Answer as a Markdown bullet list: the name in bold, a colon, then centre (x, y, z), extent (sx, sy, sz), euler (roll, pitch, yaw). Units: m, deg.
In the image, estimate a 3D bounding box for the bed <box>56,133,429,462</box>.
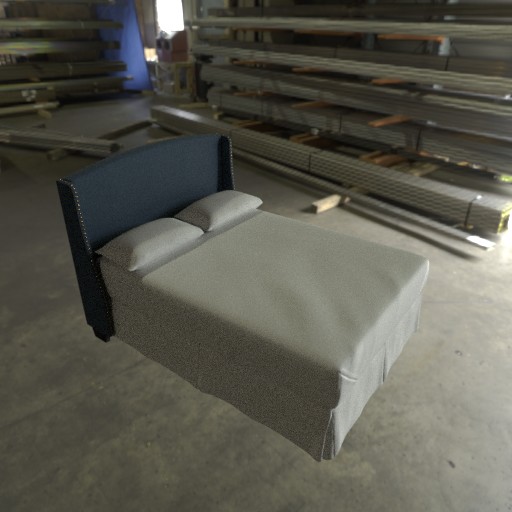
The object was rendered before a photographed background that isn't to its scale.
- **bed**: centre (0.000, 0.000, 3.389), extent (2.237, 1.407, 1.710), euler (19, 34, 31)
